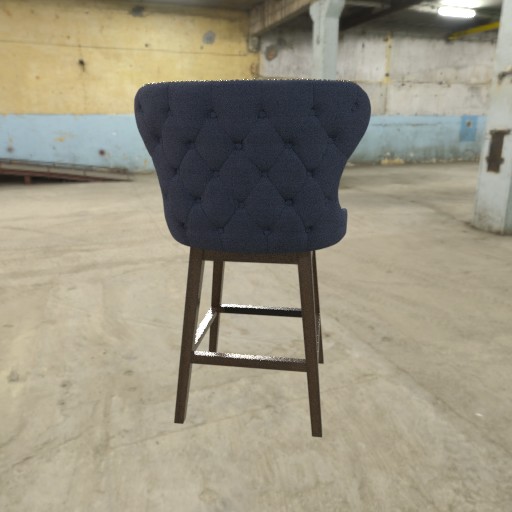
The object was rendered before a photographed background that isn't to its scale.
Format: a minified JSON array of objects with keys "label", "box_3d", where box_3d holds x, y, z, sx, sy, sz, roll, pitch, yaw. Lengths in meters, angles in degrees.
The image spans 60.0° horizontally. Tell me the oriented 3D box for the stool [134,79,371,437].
[{"label":"stool","box_3d":[0.000,0.000,1.376,0.615,0.972,0.597,2,16,8]}]
